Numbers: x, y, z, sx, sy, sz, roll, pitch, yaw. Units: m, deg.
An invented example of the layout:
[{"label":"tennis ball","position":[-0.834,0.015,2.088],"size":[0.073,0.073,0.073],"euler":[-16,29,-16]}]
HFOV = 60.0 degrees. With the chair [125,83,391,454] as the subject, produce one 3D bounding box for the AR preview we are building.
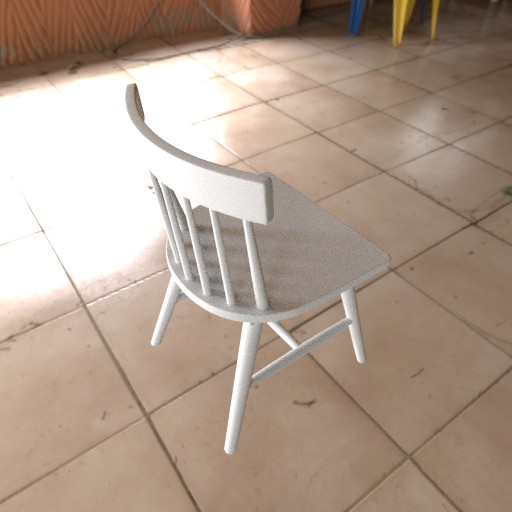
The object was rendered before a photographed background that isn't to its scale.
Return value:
[{"label":"chair","position":[0.000,0.000,1.108],"size":[0.500,0.787,0.483],"euler":[-26,48,-26]}]
